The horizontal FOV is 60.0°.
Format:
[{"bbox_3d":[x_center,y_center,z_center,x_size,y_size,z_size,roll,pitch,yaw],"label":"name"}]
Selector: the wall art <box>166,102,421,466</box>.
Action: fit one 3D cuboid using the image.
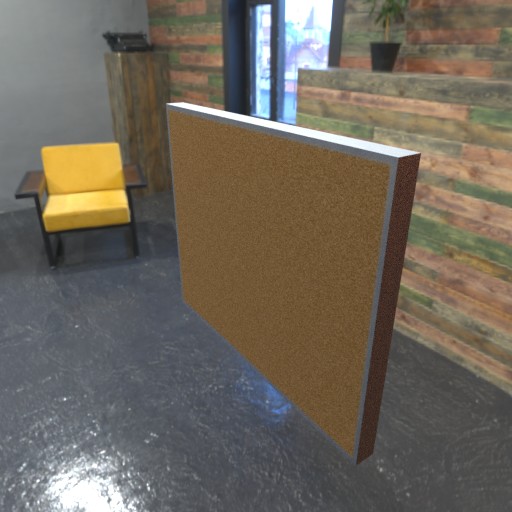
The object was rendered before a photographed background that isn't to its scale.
[{"bbox_3d":[0.000,0.000,0.764,0.037,0.450,0.557,-17,30,-31],"label":"wall art"}]
